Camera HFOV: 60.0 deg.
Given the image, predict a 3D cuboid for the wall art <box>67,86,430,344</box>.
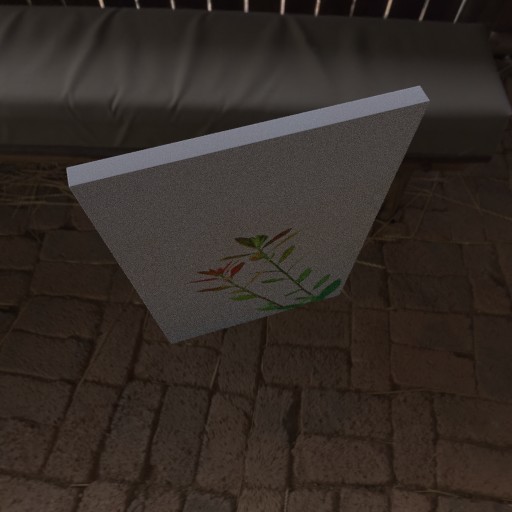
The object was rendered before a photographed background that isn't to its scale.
[{"bbox_3d":[0.000,0.000,1.139,0.612,0.915,0.039,-15,65,-7],"label":"wall art"}]
